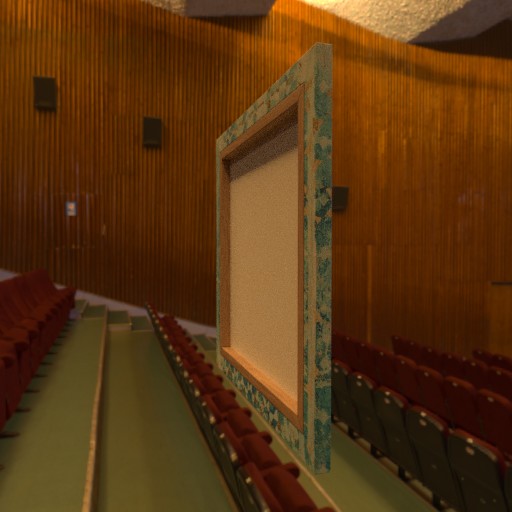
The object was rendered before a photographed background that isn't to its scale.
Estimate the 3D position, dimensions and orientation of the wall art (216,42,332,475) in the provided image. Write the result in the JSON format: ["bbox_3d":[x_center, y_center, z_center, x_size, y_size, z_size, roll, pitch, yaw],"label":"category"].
[{"bbox_3d":[0.000,0.000,1.377,0.040,0.916,0.916,0,1,-18],"label":"wall art"}]
